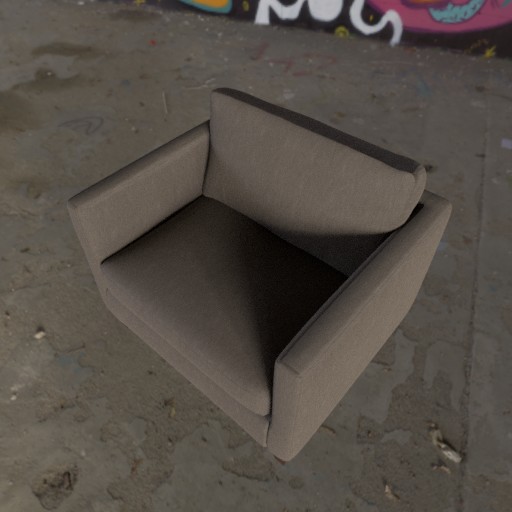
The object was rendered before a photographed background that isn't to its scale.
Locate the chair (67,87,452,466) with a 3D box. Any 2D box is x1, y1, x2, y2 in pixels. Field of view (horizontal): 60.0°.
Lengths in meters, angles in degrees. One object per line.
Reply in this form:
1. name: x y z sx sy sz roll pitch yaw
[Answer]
1. chair: 0.000 0.000 1.784 1.107 0.963 0.959 32 55 26
